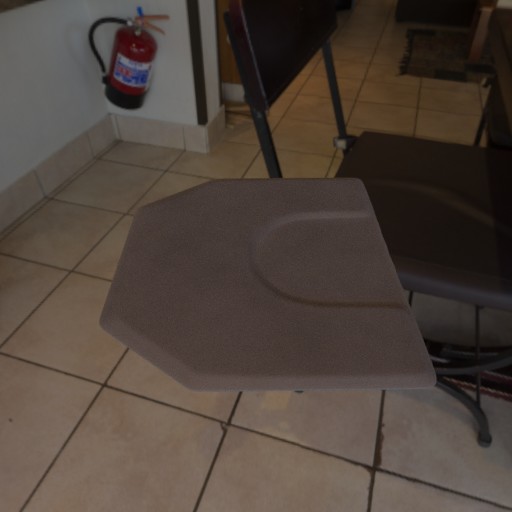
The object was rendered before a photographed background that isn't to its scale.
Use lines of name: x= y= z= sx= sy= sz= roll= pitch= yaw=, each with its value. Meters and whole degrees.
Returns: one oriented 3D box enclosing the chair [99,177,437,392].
chair: x=0.000 y=0.000 z=1.989 sx=1.219 sy=0.024 sz=1.372 roll=-1 pitch=40 yaw=-1
